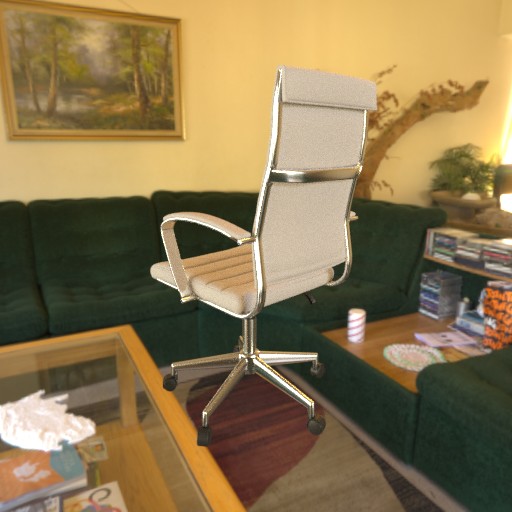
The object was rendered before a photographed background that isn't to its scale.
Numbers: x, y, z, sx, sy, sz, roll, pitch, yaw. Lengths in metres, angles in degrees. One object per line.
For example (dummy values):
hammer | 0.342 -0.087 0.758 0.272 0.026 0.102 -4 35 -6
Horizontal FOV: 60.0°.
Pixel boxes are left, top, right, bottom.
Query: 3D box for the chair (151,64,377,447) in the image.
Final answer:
chair | 0.000 0.000 1.575 0.679 1.149 0.667 -14 20 -43
